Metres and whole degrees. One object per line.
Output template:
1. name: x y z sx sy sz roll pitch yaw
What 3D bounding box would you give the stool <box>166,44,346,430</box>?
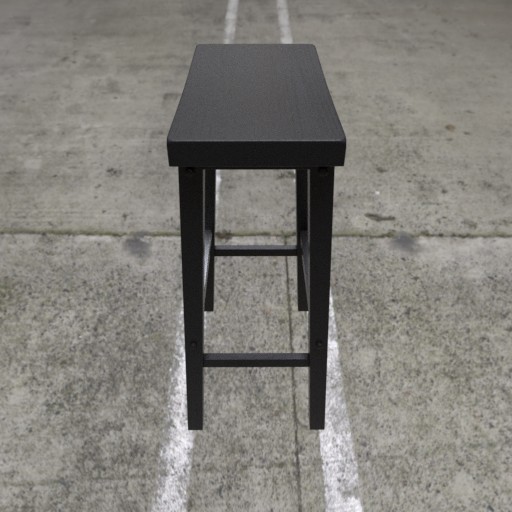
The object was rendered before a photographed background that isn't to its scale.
1. stool: 0.000 0.000 0.954 0.322 0.742 0.406 0 41 0
